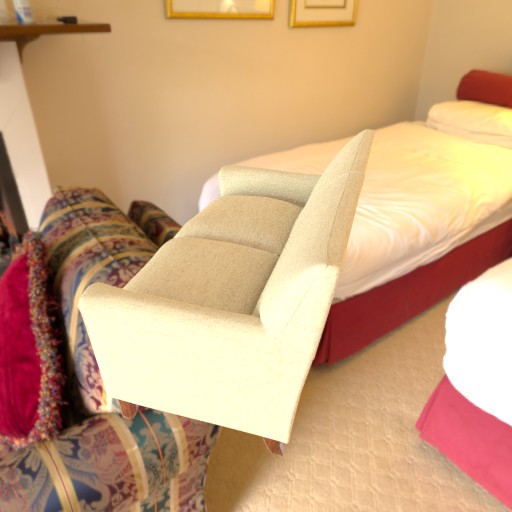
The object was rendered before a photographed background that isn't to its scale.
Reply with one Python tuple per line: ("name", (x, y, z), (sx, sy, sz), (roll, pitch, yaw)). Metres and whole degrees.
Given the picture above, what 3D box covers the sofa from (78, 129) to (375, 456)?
("sofa", (0.000, 0.000, 2.061), (0.891, 0.892, 1.482), (8, 31, 14))
